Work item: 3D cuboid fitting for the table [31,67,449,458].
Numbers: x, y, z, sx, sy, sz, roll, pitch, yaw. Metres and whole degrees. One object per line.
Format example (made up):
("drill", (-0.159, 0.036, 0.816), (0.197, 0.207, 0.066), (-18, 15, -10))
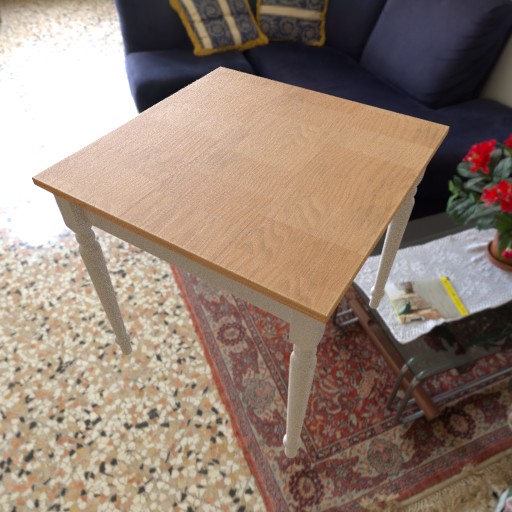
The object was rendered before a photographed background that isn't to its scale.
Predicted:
("table", (0.000, 0.000, 1.355), (0.747, 0.738, 0.747), (24, 50, 22))
